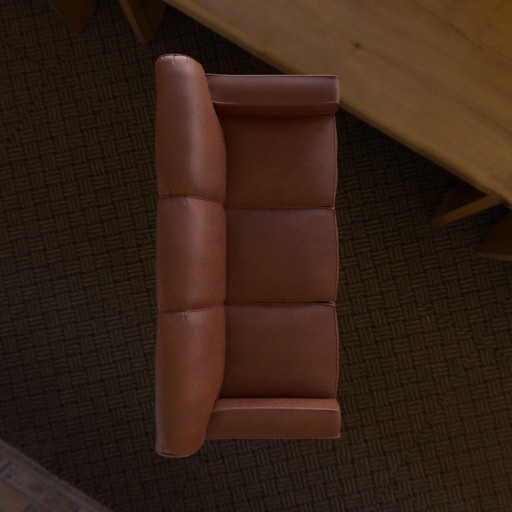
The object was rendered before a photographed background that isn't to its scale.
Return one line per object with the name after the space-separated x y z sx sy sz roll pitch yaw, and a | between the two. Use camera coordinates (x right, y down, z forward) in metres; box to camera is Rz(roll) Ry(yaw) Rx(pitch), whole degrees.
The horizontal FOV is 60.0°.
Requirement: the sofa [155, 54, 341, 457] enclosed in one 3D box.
0.000 0.000 2.606 1.008 0.953 2.039 0 89 1 | sofa
